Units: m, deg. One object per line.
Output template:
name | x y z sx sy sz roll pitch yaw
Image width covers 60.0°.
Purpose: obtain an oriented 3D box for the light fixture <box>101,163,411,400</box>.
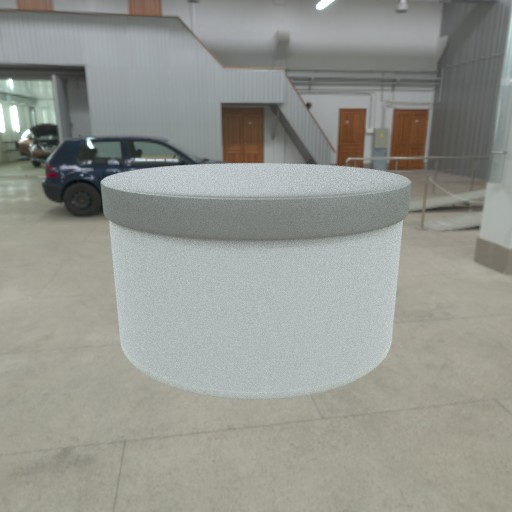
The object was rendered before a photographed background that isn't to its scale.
light fixture | 0.000 0.000 0.622 0.393 0.229 0.393 0 16 0
